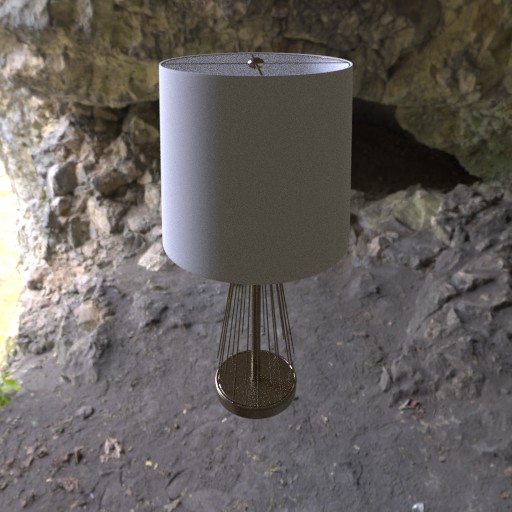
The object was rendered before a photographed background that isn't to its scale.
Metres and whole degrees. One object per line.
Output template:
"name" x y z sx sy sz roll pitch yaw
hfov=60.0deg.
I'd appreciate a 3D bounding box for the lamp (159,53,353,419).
"lamp" 0.000 0.000 0.752 0.303 0.618 0.303 0 30 0
